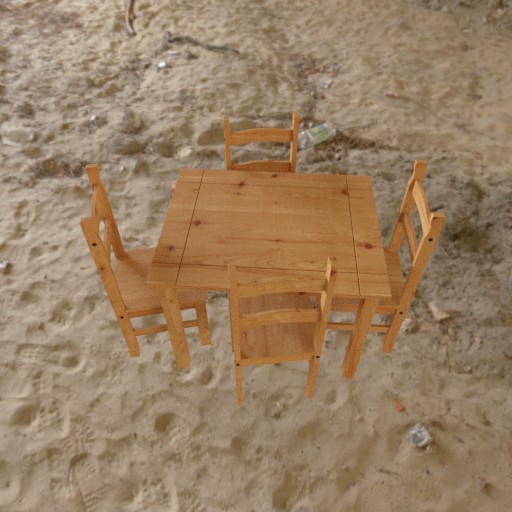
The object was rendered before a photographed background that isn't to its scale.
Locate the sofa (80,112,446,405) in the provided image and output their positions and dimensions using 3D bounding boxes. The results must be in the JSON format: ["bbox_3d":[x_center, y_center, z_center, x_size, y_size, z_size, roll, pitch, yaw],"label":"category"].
[{"bbox_3d":[0.000,0.000,2.268,1.529,1.000,1.144,3,47,3],"label":"sofa"}]
